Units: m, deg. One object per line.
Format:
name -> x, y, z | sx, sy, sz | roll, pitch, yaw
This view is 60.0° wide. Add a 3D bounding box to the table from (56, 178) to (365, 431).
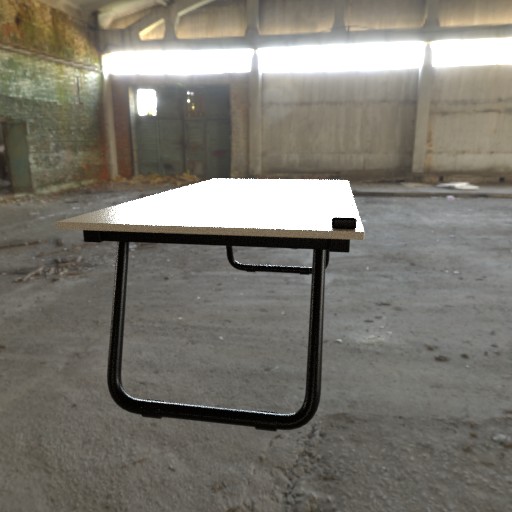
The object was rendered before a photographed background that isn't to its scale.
table -> 0.000, 0.000, 0.779 | 0.322, 0.242, 0.644 | 2, 14, 10
